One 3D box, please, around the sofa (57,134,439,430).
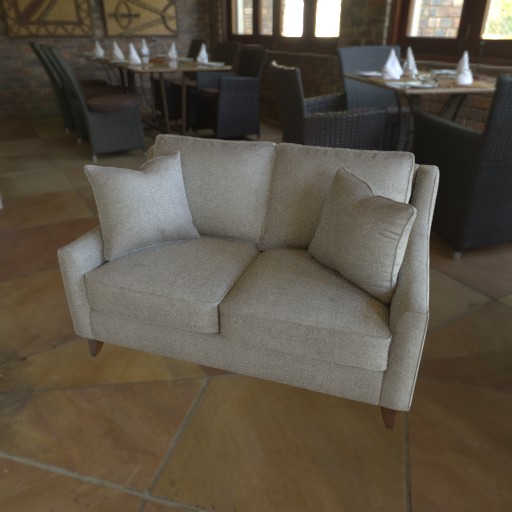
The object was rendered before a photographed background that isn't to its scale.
[{"bbox_3d":[0.000,0.000,1.936,1.422,0.863,0.915,9,28,16],"label":"sofa"}]
